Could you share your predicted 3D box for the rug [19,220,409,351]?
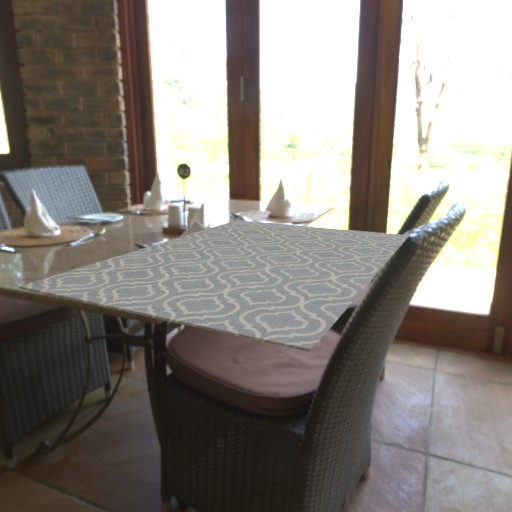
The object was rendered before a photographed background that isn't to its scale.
[{"bbox_3d":[0.000,0.000,2.660,1.451,0.010,2.080,7,16,26],"label":"rug"}]
